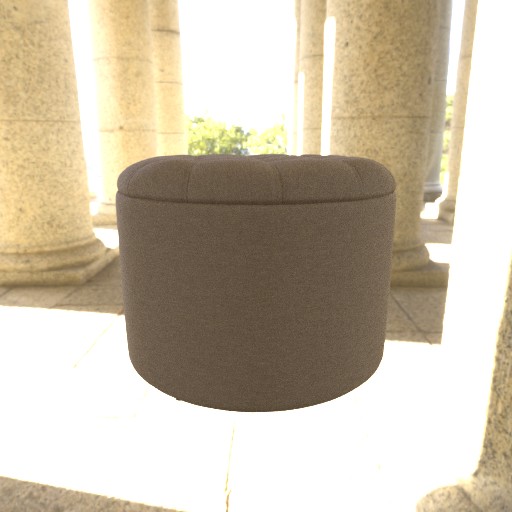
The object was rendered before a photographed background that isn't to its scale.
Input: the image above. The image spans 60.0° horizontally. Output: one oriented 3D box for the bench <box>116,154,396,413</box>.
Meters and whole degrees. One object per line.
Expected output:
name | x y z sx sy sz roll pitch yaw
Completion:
bench | 0.000 0.000 1.023 0.600 0.454 0.600 0 14 0
